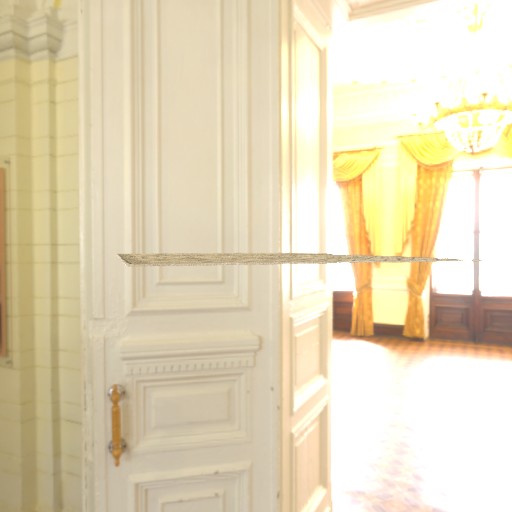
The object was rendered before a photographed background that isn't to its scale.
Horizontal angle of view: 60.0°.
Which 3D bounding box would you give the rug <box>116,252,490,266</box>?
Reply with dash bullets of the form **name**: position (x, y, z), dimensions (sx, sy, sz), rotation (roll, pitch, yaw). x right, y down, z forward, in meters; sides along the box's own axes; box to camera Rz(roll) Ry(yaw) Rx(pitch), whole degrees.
- **rug**: position (0.000, 0.000, 3.312), dimensions (1.964, 0.025, 2.455), rotation (0, 1, -18)
